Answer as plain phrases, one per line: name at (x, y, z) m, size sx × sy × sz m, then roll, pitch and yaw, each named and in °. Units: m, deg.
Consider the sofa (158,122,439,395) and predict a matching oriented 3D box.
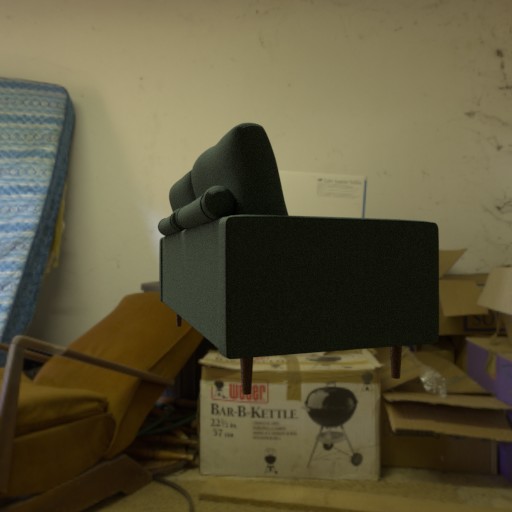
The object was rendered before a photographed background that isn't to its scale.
sofa at (0.000, 0.000, 2.592) m, size 0.966 × 1.050 × 2.010 m, roll 0°, pitch 0°, yaw -19°
